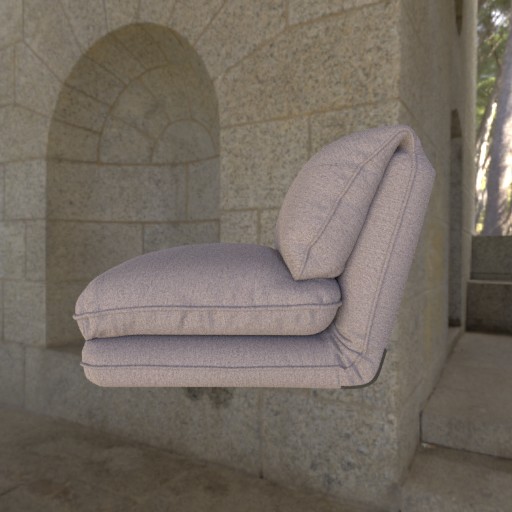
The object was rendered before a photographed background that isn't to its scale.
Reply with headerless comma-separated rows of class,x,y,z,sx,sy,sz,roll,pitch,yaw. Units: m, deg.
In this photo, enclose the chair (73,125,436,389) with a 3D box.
chair,0.000,0.000,1.314,0.780,0.580,0.820,0,0,1
